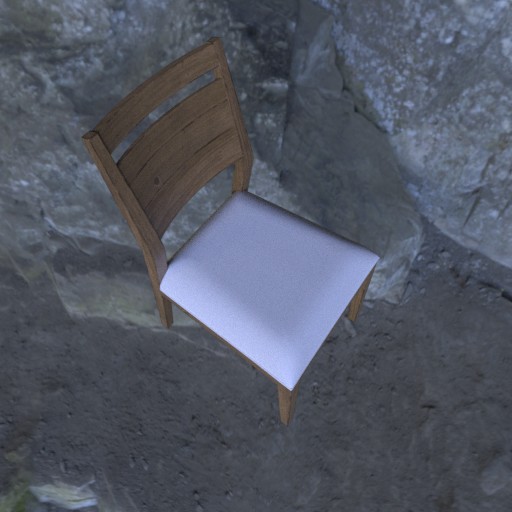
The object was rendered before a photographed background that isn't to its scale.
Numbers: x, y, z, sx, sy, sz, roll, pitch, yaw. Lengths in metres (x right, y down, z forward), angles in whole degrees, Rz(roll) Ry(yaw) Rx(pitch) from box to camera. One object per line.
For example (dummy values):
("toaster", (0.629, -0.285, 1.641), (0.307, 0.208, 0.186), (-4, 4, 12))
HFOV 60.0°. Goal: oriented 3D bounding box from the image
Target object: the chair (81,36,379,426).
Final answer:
("chair", (0.000, 0.000, 1.282), (0.610, 0.939, 0.497), (31, 63, 18))
